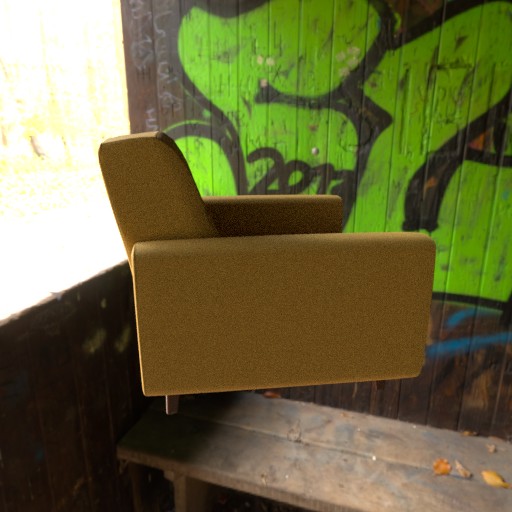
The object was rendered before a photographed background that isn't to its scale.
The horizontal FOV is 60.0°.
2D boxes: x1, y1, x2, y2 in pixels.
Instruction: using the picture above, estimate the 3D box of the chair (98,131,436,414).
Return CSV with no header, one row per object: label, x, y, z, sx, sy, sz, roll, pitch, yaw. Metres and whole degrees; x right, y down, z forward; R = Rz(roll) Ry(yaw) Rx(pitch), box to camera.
chair,0.000,0.000,1.549,0.909,0.841,0.831,-3,17,-10
